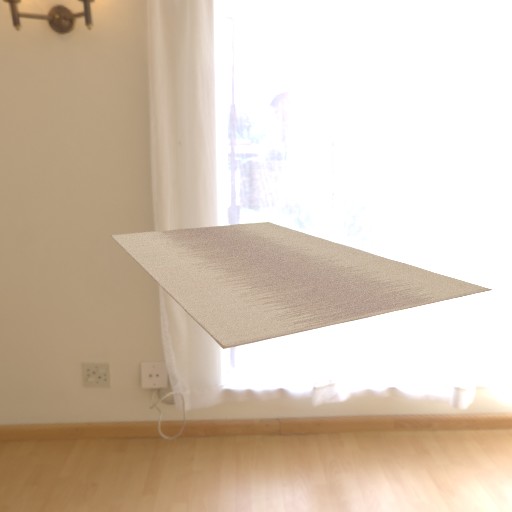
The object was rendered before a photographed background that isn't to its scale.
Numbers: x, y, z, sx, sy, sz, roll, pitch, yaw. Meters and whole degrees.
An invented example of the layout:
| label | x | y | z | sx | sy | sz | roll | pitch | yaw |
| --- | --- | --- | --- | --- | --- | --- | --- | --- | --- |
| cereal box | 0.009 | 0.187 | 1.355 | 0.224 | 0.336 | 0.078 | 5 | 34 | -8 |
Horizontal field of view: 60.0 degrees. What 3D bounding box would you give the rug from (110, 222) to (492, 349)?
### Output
| label | x | y | z | sx | sy | sz | roll | pitch | yaw |
| --- | --- | --- | --- | --- | --- | --- | --- | --- | --- |
| rug | 0.000 | 0.000 | 3.019 | 1.522 | 0.012 | 2.440 | -7 | 15 | -26 |
